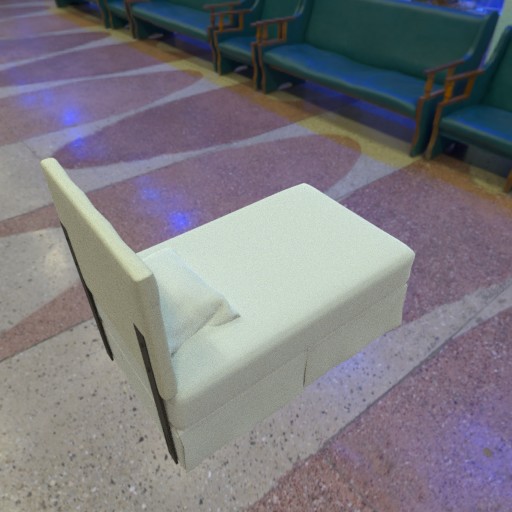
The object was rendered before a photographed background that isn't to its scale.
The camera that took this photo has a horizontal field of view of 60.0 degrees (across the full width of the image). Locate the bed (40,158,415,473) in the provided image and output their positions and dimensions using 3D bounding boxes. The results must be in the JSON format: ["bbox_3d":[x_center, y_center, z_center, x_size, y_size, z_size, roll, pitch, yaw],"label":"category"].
[{"bbox_3d":[0.000,0.000,2.910,1.997,1.571,1.261,-27,47,-27],"label":"bed"}]
